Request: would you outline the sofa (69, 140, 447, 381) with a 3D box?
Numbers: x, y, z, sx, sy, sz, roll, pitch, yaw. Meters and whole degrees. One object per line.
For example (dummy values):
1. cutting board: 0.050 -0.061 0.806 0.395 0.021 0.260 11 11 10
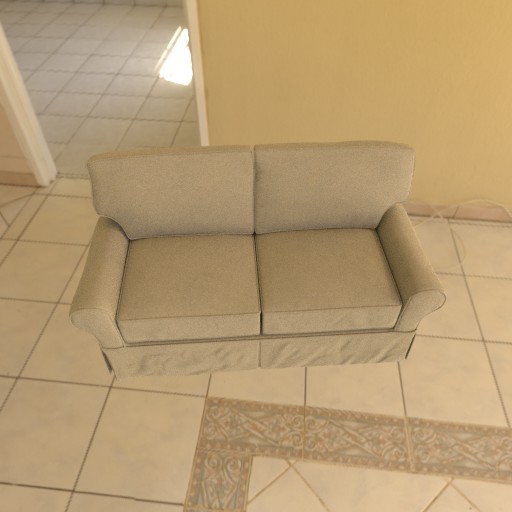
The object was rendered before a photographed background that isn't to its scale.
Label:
1. sofa: 0.000 0.000 2.401 1.823 1.024 0.841 -3 46 -3
